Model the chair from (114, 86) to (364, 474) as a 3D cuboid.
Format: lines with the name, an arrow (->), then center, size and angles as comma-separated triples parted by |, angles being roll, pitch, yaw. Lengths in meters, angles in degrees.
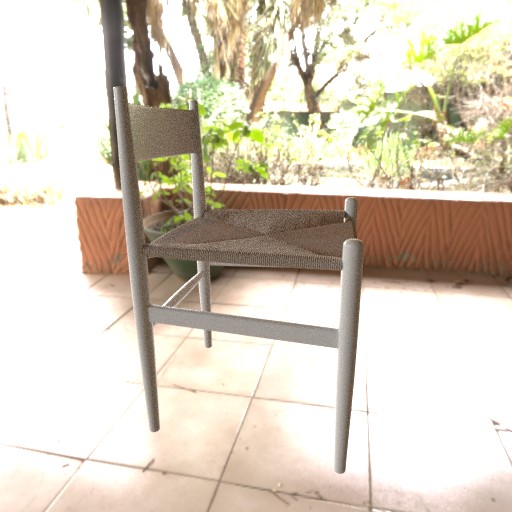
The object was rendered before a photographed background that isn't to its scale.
chair -> 0.000, 0.000, 1.104 | 0.495, 0.762, 0.556 | 3, 16, 11
